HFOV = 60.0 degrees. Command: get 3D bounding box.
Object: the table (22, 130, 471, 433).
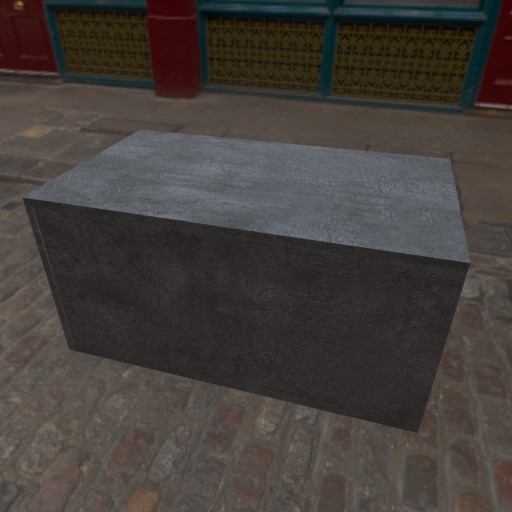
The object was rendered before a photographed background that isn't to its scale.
[{"bbox_3d":[0.000,0.000,0.914,0.700,0.350,0.400,9,34,14],"label":"table"}]
